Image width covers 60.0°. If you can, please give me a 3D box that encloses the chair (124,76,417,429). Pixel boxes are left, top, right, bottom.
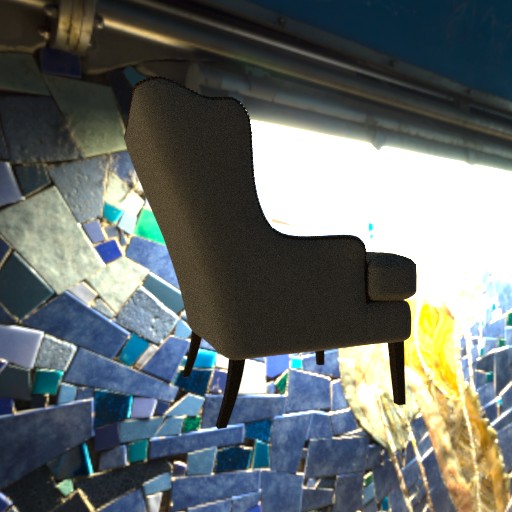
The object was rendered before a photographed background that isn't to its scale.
[{"bbox_3d":[0.000,0.000,1.683,0.940,1.029,0.737,0,0,-19],"label":"chair"}]
